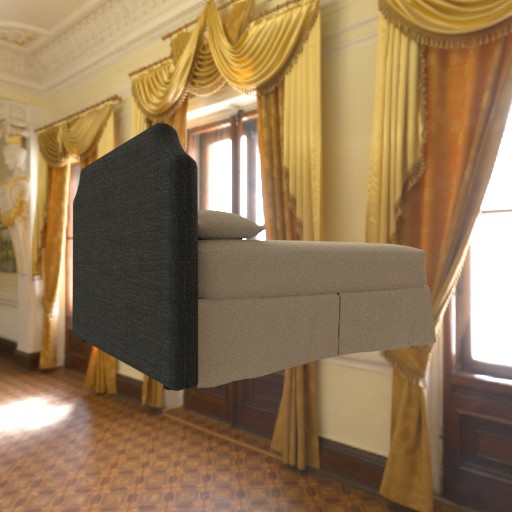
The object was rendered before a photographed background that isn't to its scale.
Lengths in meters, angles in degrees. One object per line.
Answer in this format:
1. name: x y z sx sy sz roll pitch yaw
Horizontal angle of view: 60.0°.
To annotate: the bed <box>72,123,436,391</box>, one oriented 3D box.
1. bed: 0.000 0.000 3.336 2.208 1.297 1.828 0 0 -36
